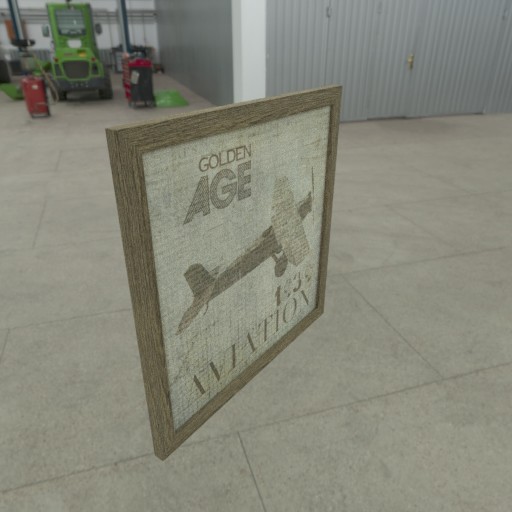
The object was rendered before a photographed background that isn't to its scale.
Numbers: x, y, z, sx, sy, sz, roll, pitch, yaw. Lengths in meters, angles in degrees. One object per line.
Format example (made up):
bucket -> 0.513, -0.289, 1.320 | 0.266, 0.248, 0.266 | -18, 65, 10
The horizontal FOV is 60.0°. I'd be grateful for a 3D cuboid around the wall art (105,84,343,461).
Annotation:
wall art -> 0.000, 0.000, 0.762 | 0.019, 0.508, 0.508 | 19, 33, 32
